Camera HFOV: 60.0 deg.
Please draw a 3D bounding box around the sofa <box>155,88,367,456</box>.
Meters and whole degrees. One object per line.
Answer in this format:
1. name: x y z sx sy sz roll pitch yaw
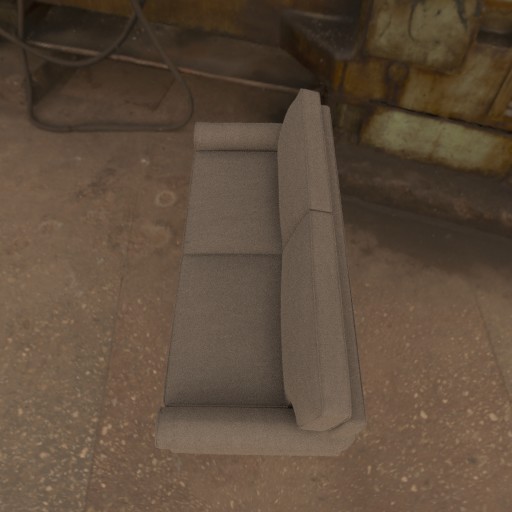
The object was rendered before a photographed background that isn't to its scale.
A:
1. sofa: 0.000 0.000 2.726 0.991 0.943 2.248 1 57 0
